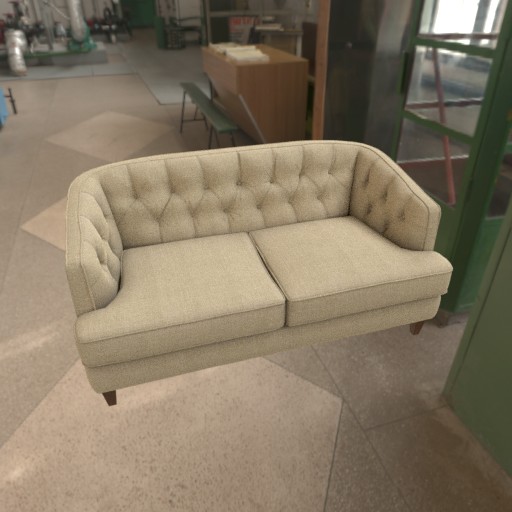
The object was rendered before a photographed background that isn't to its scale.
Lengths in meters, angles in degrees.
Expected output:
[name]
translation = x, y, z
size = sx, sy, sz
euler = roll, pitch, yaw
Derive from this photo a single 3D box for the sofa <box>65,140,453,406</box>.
[sofa]
translation = 0.000, 0.000, 2.268
size = 1.733, 0.855, 0.941
euler = -9, 33, -14
